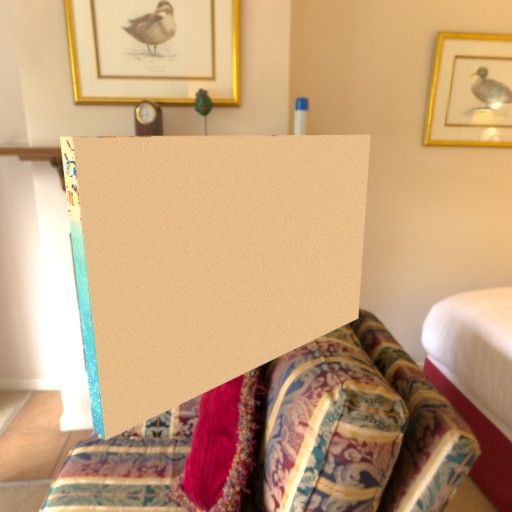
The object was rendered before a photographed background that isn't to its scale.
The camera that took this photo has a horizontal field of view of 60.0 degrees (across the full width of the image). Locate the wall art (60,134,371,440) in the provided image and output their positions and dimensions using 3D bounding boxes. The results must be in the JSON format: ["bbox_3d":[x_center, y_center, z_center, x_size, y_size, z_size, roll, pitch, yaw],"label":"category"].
[{"bbox_3d":[0.000,0.000,0.772,0.609,0.406,0.039,-14,21,-41],"label":"wall art"}]
